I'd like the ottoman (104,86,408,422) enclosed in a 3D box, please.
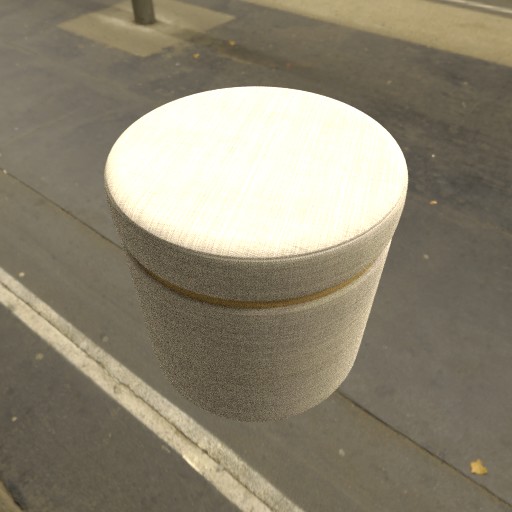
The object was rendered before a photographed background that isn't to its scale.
[{"bbox_3d":[0.000,0.000,0.729,0.400,0.406,0.400,0,46,0],"label":"ottoman"}]
